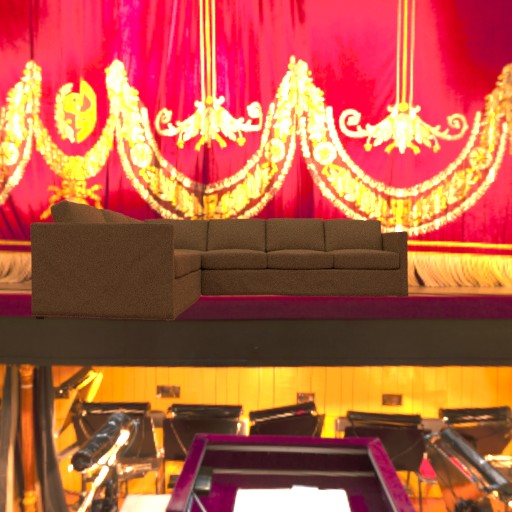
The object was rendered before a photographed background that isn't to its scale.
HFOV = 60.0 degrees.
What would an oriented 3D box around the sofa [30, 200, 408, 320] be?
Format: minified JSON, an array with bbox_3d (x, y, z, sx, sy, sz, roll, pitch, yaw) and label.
[{"bbox_3d":[0.000,0.000,4.317,3.182,0.871,2.432,0,1,0],"label":"sofa"}]
